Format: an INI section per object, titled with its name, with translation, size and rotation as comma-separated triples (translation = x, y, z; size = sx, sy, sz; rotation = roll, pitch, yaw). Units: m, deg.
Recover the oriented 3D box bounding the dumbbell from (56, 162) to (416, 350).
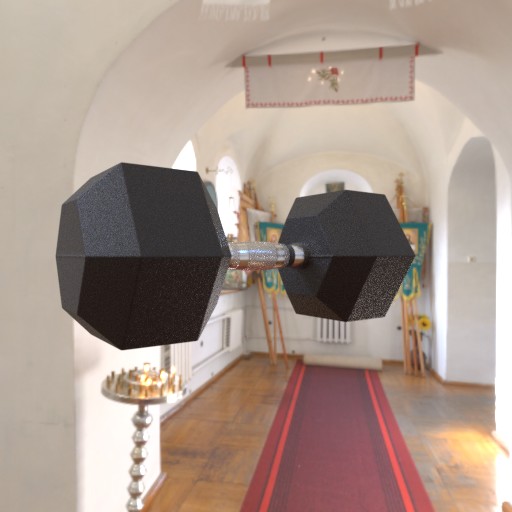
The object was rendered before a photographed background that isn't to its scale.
[dumbbell]
translation = 0.000, 0.000, 0.340
size = 0.271, 0.106, 0.122
rotation = 0, 0, -35
